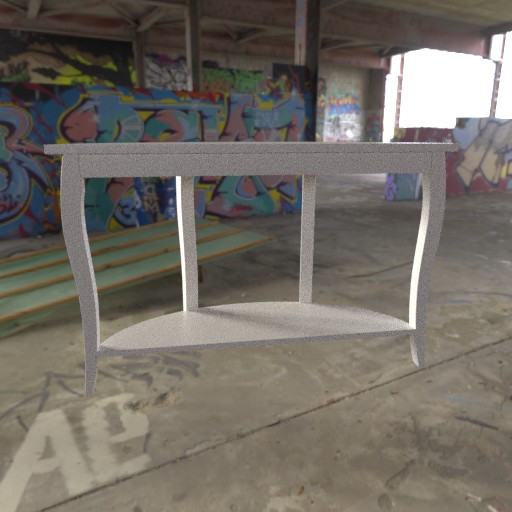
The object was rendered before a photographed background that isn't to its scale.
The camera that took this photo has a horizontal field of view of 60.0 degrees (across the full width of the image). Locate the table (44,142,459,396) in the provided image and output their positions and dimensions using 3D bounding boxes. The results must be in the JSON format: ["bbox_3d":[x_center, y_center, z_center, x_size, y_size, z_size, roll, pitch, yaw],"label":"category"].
[{"bbox_3d":[0.000,0.000,1.576,1.219,0.780,0.394,-2,16,-9],"label":"table"}]
